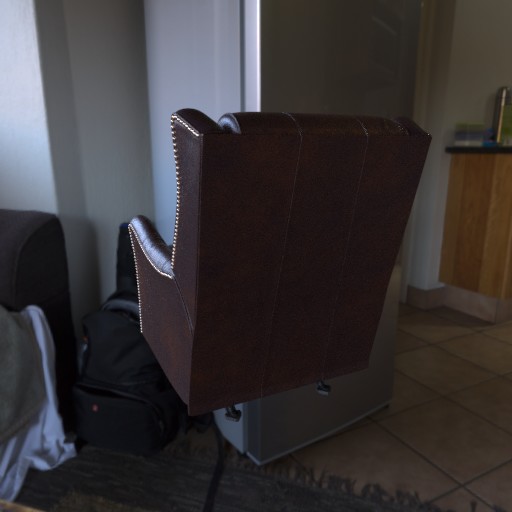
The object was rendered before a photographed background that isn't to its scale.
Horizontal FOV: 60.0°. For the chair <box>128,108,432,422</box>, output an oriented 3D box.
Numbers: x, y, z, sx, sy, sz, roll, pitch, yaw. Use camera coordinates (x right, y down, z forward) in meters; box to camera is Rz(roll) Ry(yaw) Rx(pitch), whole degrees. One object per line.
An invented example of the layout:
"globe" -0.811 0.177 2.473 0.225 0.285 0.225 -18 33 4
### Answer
"chair" 0.000 0.000 1.830 0.869 1.084 1.008 -7 16 -26
